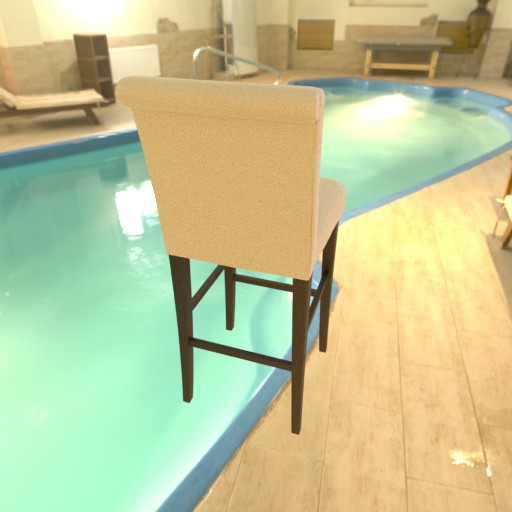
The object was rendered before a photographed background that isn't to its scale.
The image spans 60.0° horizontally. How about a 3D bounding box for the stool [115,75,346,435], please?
[{"bbox_3d":[0.000,0.000,1.409,0.452,1.124,0.597,10,32,16],"label":"stool"}]
